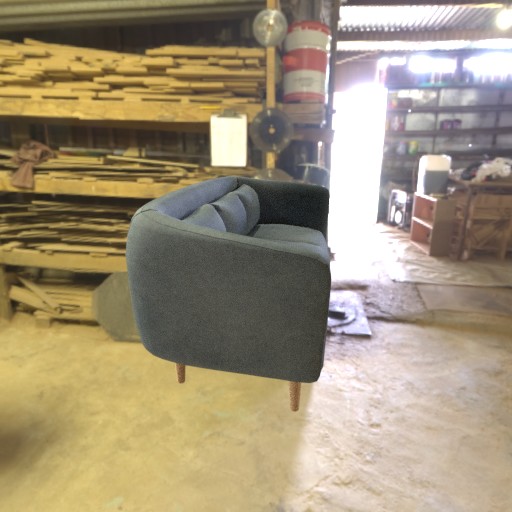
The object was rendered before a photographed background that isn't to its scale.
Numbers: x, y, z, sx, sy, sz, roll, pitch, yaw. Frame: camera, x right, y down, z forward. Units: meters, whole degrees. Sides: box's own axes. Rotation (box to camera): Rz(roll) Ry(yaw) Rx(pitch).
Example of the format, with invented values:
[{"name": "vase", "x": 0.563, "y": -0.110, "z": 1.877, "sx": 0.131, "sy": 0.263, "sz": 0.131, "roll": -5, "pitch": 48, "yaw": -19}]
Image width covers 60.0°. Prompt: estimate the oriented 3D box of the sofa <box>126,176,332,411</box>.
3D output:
[{"name": "sofa", "x": 0.000, "y": 0.000, "z": 2.533, "sx": 0.849, "sy": 0.795, "sz": 2.095, "roll": 2, "pitch": 15, "yaw": 9}]
